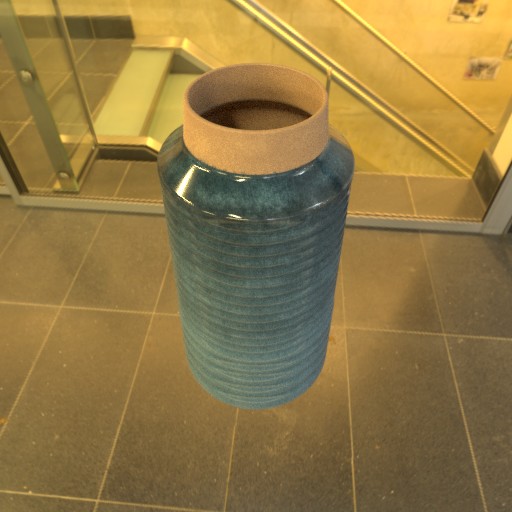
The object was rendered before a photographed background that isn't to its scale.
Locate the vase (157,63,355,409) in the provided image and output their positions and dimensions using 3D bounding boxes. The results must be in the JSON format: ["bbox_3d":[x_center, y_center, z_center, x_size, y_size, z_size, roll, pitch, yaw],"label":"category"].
[{"bbox_3d":[0.000,0.000,0.409,0.163,0.316,0.163,0,47,0],"label":"vase"}]
